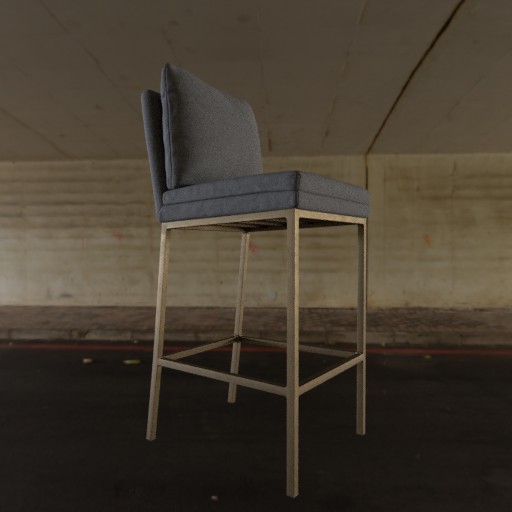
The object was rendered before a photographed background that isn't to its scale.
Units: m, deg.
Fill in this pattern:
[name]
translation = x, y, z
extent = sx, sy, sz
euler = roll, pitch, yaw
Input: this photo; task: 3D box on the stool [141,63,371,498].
[stool]
translation = 0.000, 0.000, 1.370
extent = 0.569, 1.130, 0.463
euler = 1, 2, 35
